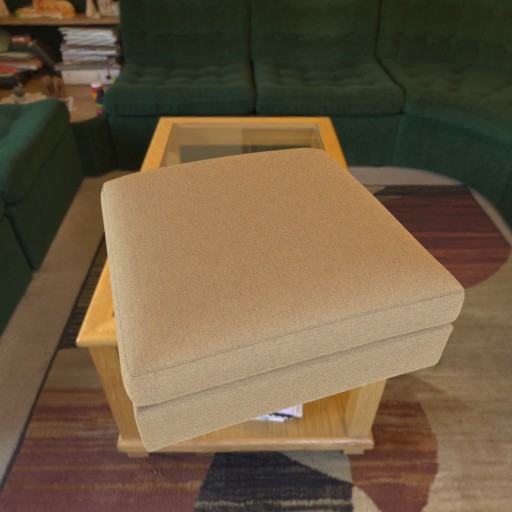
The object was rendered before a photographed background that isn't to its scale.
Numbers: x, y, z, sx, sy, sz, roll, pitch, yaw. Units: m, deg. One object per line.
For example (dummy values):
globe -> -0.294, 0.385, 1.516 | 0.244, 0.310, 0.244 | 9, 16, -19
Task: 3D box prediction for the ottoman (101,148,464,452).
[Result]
ottoman -> 0.000, 0.000, 1.659 | 1.041, 0.470, 1.041 | -12, 41, -14
